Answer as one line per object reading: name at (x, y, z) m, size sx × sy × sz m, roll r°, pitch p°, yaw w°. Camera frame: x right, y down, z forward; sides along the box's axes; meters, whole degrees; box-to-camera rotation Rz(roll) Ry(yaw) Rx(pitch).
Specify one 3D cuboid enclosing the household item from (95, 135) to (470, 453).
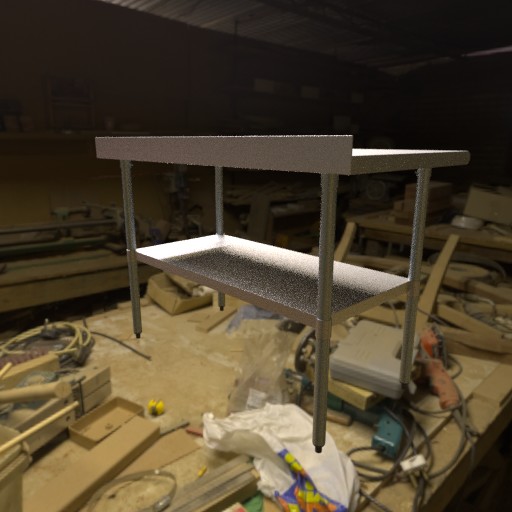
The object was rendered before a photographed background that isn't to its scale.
household item at (0.000, 0.000, 1.644) m, size 0.610 × 0.851 × 1.219 m, roll -13°, pitch 20°, yaw -42°
